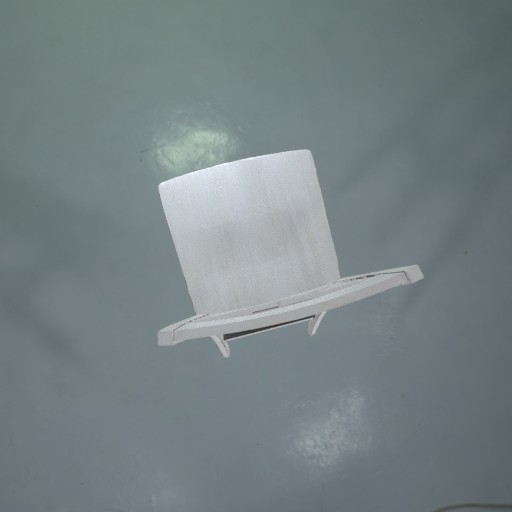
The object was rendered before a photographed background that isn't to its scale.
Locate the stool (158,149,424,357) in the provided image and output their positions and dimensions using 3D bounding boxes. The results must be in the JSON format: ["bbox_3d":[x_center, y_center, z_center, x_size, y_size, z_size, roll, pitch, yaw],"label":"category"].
[{"bbox_3d":[0.000,0.000,1.322,0.462,1.079,0.539,-14,75,-4],"label":"stool"}]
